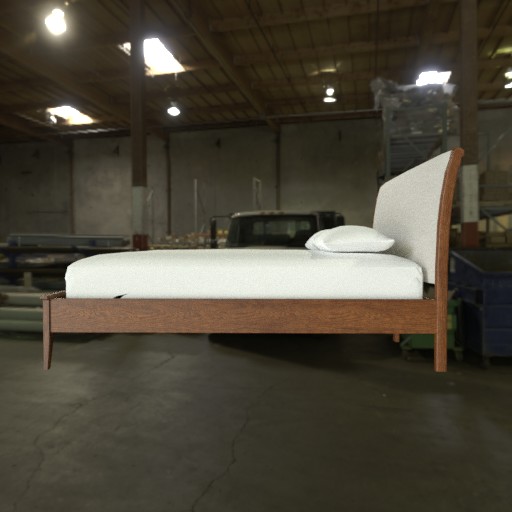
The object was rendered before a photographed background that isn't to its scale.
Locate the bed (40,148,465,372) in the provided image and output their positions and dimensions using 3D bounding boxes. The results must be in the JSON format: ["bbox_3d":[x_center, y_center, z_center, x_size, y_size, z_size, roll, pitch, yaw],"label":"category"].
[{"bbox_3d":[0.000,0.000,3.247,2.380,1.250,1.612,0,1,1],"label":"bed"}]
